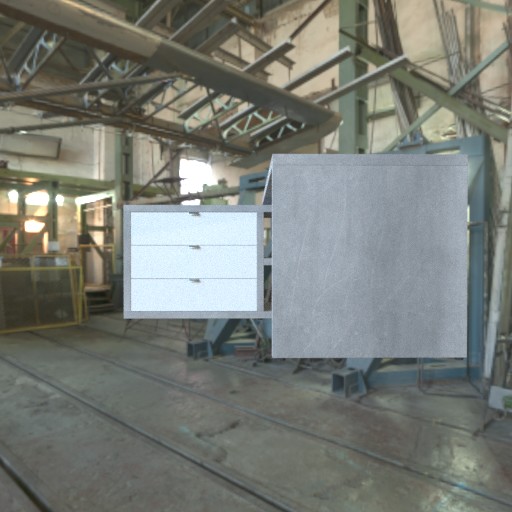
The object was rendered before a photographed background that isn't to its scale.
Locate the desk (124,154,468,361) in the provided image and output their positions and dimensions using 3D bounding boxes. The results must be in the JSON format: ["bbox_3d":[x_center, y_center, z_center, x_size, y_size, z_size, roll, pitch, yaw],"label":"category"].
[{"bbox_3d":[0.000,0.000,2.280,1.500,0.740,1.400,0,1,-1],"label":"desk"}]
